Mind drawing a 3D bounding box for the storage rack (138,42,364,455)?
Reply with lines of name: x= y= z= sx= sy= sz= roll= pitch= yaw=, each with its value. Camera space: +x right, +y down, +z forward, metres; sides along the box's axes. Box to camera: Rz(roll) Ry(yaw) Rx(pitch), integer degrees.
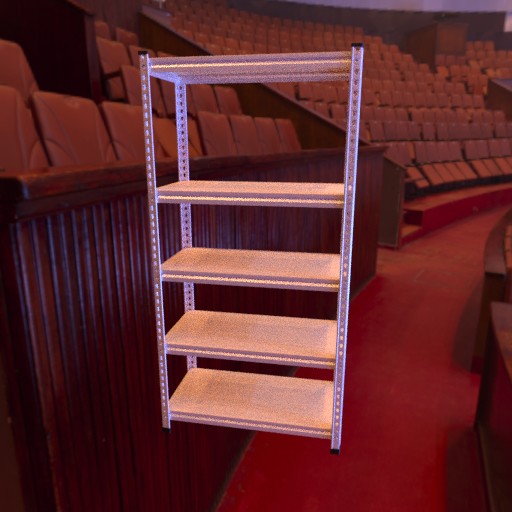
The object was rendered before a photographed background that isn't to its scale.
storage rack: x=0.000 y=0.000 z=2.202 sx=0.914 sy=1.829 sz=0.457 roll=3 pitch=15 yaw=10
